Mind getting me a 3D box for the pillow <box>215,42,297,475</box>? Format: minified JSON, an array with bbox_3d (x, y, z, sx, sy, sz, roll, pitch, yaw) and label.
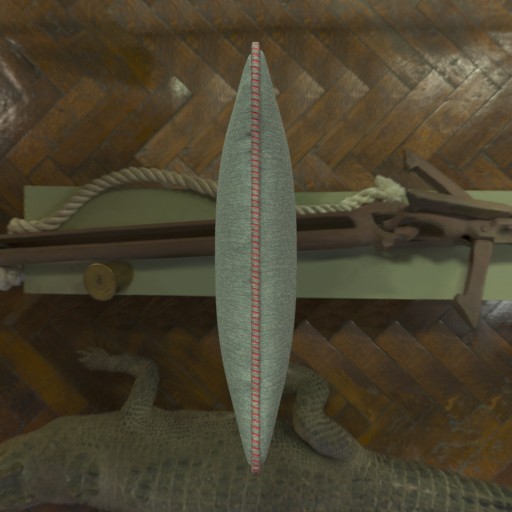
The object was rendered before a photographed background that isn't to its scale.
[{"bbox_3d":[0.000,0.000,0.715,0.124,0.491,0.482,0,90,0],"label":"pillow"}]
